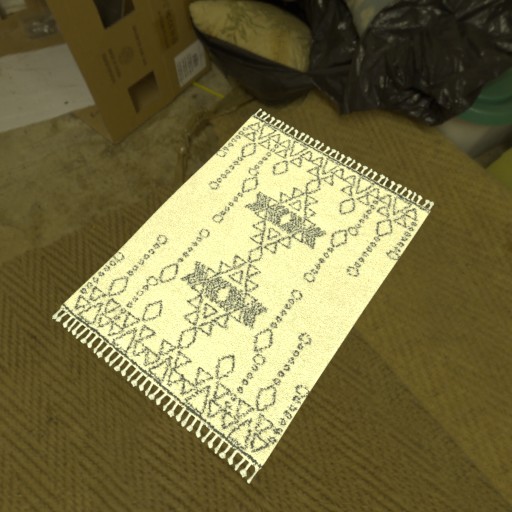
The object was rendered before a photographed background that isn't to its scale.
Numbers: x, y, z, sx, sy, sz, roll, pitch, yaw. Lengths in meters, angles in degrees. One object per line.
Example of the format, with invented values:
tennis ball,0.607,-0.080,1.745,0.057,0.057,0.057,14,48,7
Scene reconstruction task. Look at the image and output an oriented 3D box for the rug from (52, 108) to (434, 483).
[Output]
rug,0.000,0.000,4.032,2.125,0.028,3.027,33,67,16
